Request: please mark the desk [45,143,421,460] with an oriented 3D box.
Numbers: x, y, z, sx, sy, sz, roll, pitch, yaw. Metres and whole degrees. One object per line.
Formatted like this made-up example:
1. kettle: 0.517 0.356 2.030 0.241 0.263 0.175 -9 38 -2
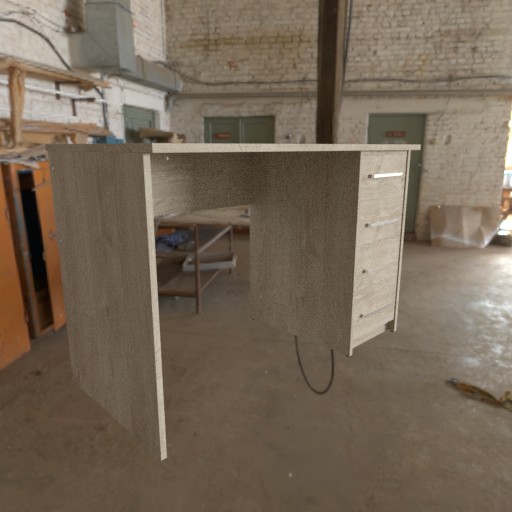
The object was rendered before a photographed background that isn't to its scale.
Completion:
1. desk: 0.000 0.000 1.495 1.096 0.730 0.560 -13 19 -42
